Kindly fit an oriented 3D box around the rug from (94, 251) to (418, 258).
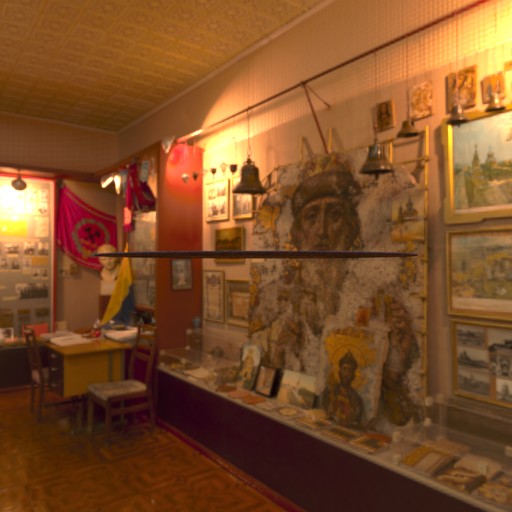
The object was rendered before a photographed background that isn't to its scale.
[{"bbox_3d":[0.000,0.000,2.317,1.591,0.010,1.591,0,-1,0],"label":"rug"}]
